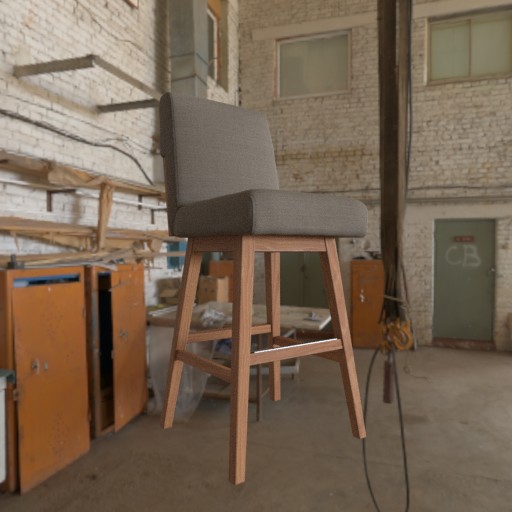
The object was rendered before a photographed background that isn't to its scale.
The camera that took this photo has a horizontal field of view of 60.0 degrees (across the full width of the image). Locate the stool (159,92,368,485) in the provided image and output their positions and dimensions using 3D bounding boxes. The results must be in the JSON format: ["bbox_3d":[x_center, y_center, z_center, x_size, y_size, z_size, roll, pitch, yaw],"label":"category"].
[{"bbox_3d":[0.000,0.000,1.412,0.483,1.112,0.570,0,1,-36],"label":"stool"}]
